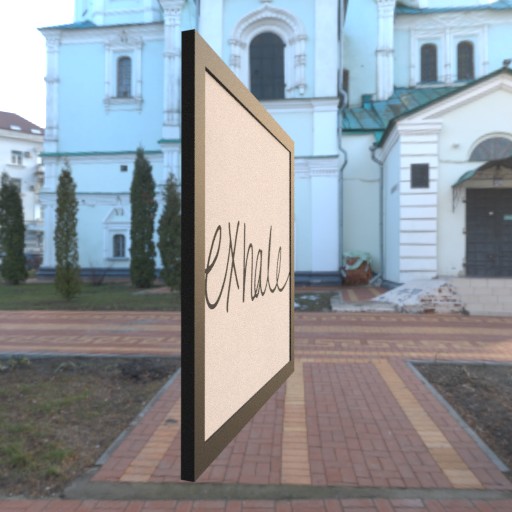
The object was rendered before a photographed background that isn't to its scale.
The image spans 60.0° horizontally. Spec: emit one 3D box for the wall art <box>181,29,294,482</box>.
[{"bbox_3d":[0.000,0.000,0.521,0.012,0.357,0.358,0,0,18],"label":"wall art"}]
